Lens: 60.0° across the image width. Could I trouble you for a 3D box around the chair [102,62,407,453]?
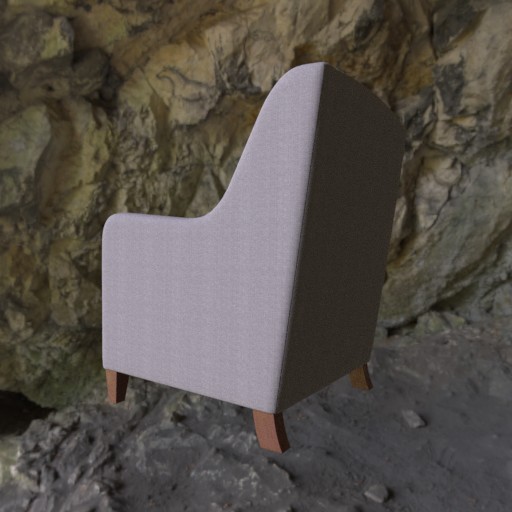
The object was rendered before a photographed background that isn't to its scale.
[{"bbox_3d":[0.000,0.000,1.602,0.890,1.017,0.715,0,0,34],"label":"chair"}]
